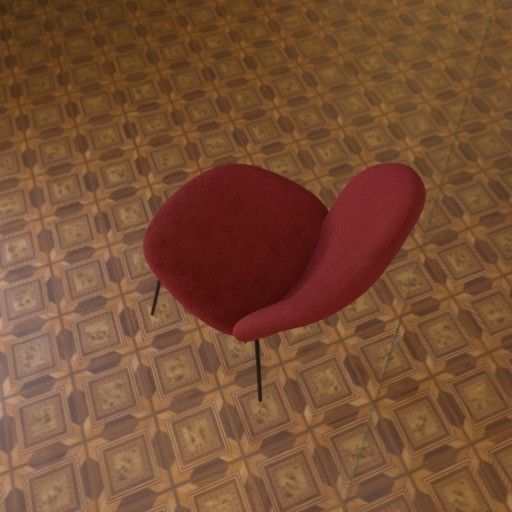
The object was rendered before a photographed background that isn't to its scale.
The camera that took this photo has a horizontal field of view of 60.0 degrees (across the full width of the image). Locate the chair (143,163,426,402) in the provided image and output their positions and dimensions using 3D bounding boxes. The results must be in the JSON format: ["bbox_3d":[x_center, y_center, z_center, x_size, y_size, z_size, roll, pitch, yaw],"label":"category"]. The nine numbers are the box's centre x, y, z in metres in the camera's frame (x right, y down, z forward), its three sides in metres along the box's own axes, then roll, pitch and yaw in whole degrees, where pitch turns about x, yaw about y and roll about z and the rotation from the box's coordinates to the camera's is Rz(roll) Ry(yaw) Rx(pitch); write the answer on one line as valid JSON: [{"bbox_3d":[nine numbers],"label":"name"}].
[{"bbox_3d":[0.000,0.000,1.126,0.587,0.791,0.458,33,67,16],"label":"chair"}]
